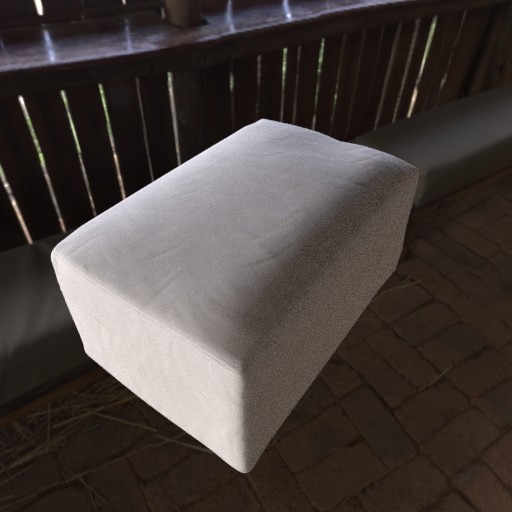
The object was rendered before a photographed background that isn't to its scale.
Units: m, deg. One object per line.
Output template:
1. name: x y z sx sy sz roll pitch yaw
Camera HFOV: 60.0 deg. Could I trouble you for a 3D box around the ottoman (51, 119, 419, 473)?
1. ottoman: 0.000 0.000 1.226 0.590 0.444 0.872 26 48 26
